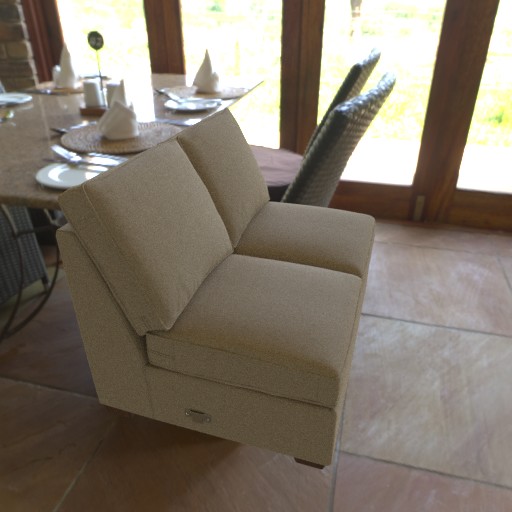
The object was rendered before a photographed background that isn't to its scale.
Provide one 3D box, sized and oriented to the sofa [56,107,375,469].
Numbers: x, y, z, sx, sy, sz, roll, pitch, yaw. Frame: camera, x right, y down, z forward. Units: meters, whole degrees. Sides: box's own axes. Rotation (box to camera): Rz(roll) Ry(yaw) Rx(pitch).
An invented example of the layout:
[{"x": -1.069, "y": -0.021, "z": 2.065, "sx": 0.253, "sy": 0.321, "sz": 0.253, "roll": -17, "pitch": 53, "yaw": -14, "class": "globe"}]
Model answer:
[{"x": 0.000, "y": 0.000, "z": 1.941, "sx": 0.951, "sy": 1.008, "sz": 1.237, "roll": 9, "pitch": 31, "yaw": 16, "class": "sofa"}]
